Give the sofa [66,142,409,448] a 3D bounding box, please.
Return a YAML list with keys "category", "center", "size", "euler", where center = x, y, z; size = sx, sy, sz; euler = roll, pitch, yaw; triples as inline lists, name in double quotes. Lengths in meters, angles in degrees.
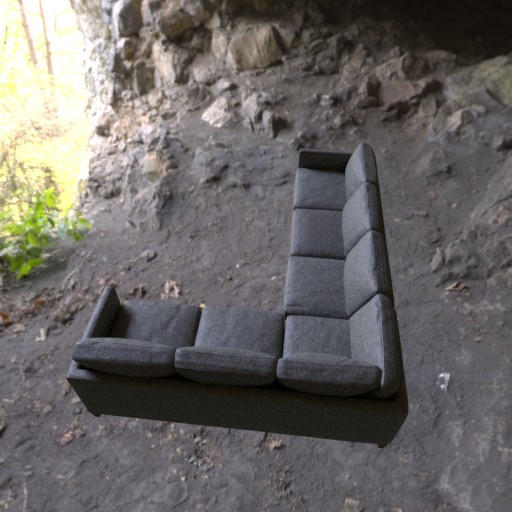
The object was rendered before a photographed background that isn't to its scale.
- category: "sofa"
  center: [0.000, 0.000, 4.516]
  size: [2.593, 0.947, 3.302]
  euler: [5, 47, 4]
